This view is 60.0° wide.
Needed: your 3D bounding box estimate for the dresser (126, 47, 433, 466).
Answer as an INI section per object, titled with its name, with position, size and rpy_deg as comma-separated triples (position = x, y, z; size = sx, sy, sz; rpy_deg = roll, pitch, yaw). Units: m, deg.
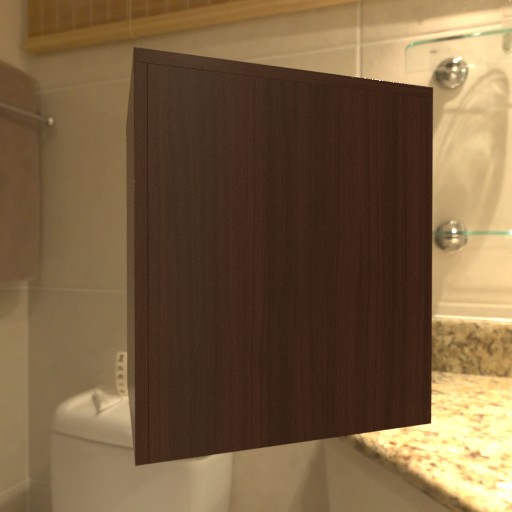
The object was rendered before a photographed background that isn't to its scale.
[dresser]
position = 0.000, 0.000, 0.727
size = 0.400, 0.470, 0.360
rpy_deg = 0, 1, -18
